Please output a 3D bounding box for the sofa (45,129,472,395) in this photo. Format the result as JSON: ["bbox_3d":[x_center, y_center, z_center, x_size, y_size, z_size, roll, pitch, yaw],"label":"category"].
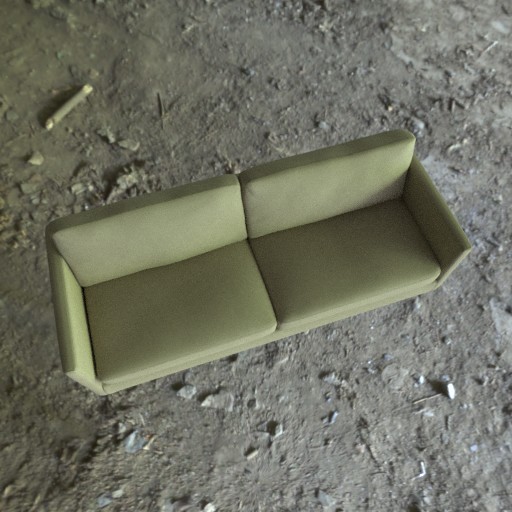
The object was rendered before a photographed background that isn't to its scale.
[{"bbox_3d":[0.000,0.000,2.844,2.404,0.912,0.988,-16,64,-8],"label":"sofa"}]
